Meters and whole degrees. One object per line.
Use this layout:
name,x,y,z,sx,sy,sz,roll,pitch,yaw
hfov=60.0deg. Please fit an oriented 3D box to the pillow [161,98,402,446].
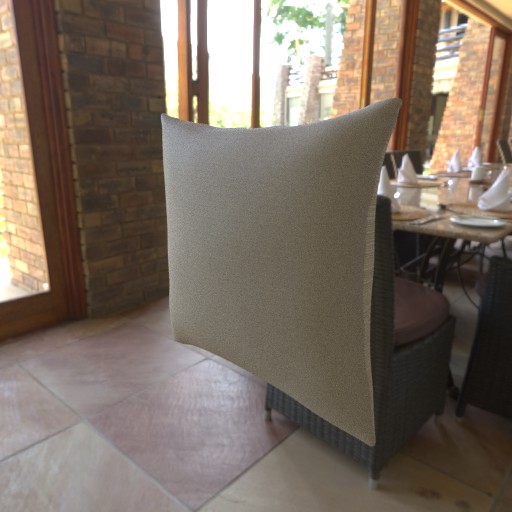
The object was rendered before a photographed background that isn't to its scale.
pillow,0.000,0.000,0.775,0.204,0.497,0.512,-15,22,-43
